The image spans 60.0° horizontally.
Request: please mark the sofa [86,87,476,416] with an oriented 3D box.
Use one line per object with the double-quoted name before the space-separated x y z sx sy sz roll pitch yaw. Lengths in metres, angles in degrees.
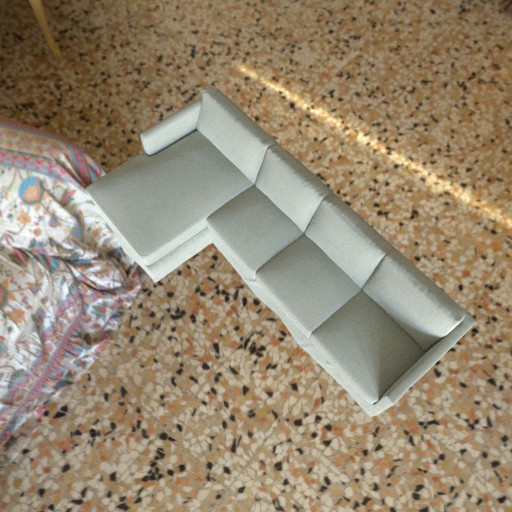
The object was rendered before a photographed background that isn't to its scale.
"sofa" 0.000 0.000 3.864 1.650 0.922 3.205 -37 69 -17
